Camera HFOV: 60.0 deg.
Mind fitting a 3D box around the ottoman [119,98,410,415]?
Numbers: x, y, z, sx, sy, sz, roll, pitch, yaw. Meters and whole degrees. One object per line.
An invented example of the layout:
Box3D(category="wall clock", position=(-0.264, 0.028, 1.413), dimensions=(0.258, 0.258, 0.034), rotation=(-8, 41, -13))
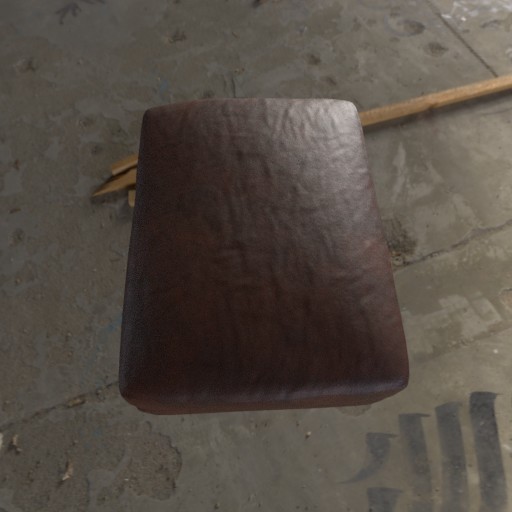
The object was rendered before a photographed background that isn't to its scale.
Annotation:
Box3D(category="ottoman", position=(0.000, 0.000, 1.295), dimensions=(0.659, 0.527, 0.887), rotation=(-2, 63, -1))
